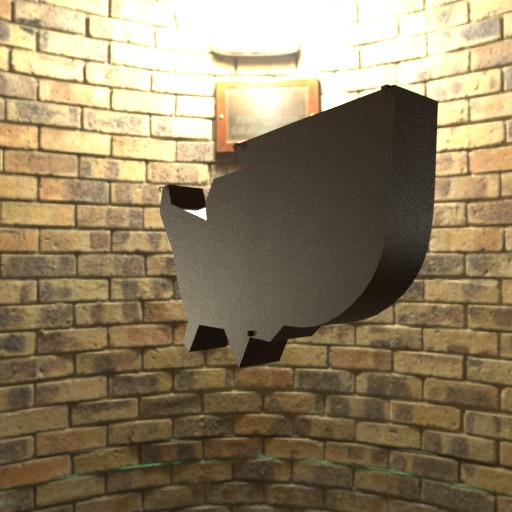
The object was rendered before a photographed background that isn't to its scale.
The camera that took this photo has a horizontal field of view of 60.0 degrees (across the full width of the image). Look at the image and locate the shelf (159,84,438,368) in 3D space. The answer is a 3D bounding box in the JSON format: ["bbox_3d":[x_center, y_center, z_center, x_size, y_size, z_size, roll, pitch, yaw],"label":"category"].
[{"bbox_3d":[0.000,0.000,0.893,0.112,0.439,0.729,1,-1,-36],"label":"shelf"}]
